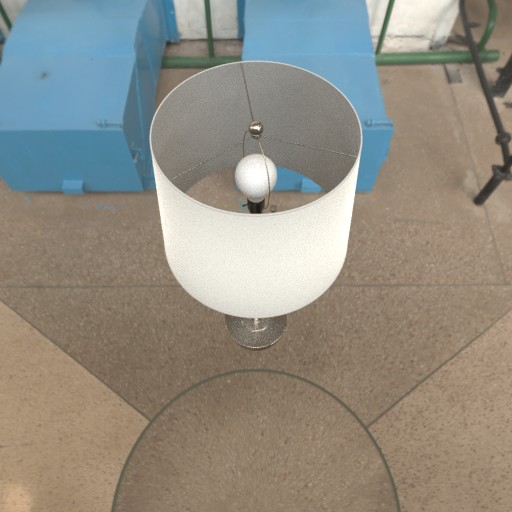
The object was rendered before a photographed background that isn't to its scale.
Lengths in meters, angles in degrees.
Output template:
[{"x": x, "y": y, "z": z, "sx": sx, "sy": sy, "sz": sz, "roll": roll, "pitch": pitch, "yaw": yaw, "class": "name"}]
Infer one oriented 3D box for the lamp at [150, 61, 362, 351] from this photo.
[{"x": 0.000, "y": 0.000, "z": 0.882, "sx": 0.333, "sy": 0.696, "sz": 0.333, "roll": 0, "pitch": 60, "yaw": 0, "class": "lamp"}]
